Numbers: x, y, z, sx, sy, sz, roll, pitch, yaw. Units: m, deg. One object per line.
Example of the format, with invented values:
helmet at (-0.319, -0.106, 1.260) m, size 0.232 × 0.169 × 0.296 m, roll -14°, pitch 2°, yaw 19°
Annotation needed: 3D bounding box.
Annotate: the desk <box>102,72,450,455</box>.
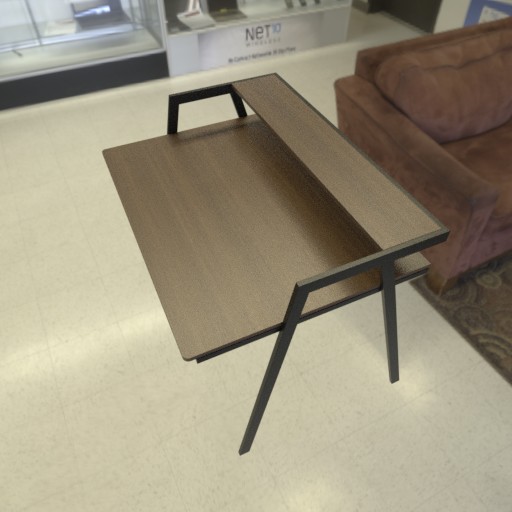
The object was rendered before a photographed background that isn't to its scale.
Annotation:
desk at (0.000, 0.000, 1.911) m, size 0.936 × 0.998 × 1.143 m, roll -19°, pitch 50°, yaw -17°
